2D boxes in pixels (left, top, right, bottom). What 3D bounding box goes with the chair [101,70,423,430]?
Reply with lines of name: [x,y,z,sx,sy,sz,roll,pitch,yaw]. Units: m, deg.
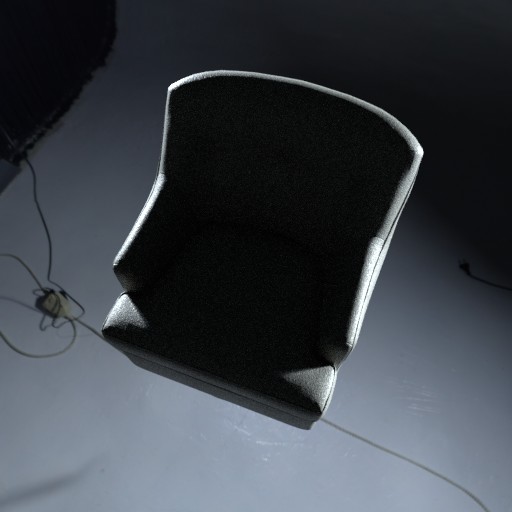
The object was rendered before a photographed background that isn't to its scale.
chair: [0.000,0.000,1.591,0.864,0.856,0.923,18,61,10]
